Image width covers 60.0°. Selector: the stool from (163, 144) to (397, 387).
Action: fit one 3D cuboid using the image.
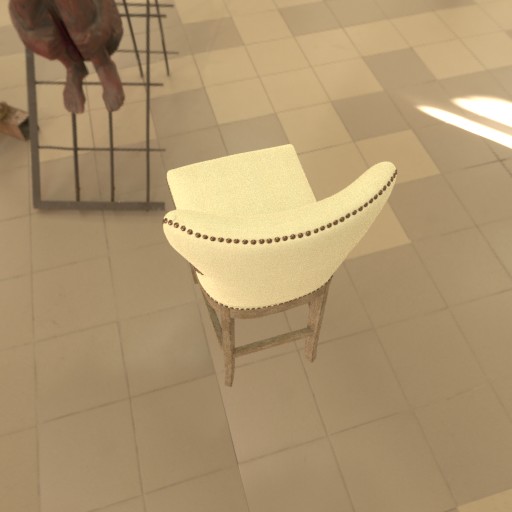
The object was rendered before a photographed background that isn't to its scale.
[{"bbox_3d":[0.000,0.000,1.438,0.494,1.123,0.606,-14,59,-9],"label":"stool"}]
